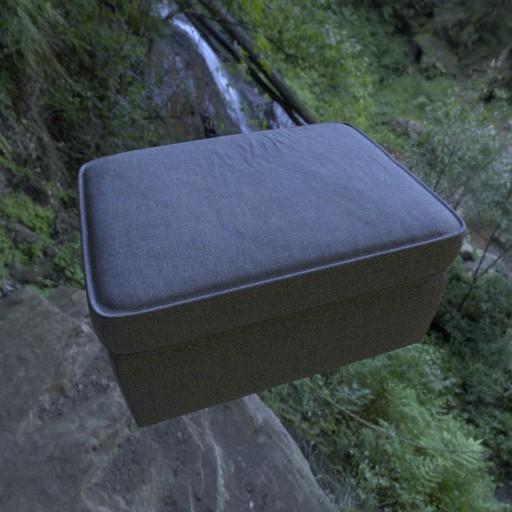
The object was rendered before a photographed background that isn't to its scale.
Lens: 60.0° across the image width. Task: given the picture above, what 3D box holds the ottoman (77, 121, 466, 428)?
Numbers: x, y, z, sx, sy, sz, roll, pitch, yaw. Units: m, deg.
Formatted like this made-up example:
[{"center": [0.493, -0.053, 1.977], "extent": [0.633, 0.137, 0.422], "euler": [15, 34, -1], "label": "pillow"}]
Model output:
[{"center": [0.000, 0.000, 1.109], "extent": [0.762, 0.457, 0.559], "euler": [-13, 43, -14], "label": "ottoman"}]
